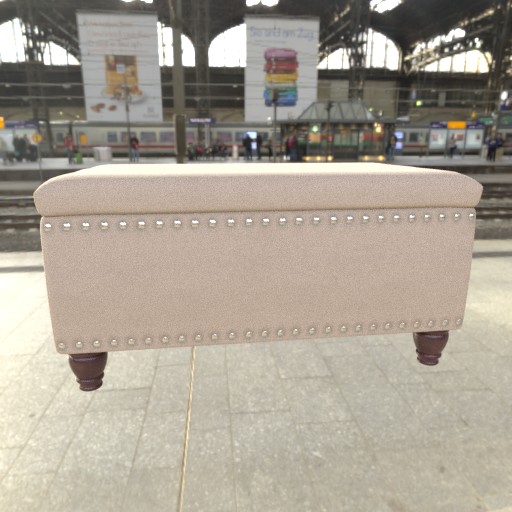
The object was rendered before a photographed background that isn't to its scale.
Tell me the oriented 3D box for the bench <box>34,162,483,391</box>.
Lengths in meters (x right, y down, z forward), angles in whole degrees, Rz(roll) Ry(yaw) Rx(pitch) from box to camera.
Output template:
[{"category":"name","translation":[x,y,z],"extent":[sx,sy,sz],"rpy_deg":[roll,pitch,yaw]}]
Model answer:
[{"category":"bench","translation":[0.000,0.000,1.139],"extent":[0.887,0.449,0.500],"rpy_deg":[-2,15,-8]}]
